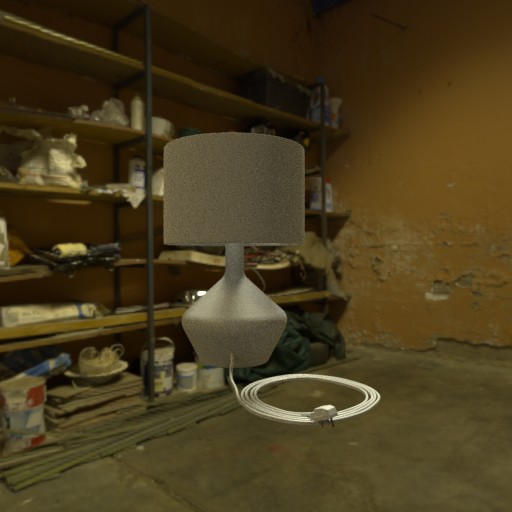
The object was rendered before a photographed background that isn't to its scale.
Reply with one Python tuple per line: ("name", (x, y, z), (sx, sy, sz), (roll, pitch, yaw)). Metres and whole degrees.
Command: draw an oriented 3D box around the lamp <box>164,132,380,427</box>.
("lamp", (0.000, 0.000, 0.851), (0.401, 0.457, 0.546), (0, 0, 1))
